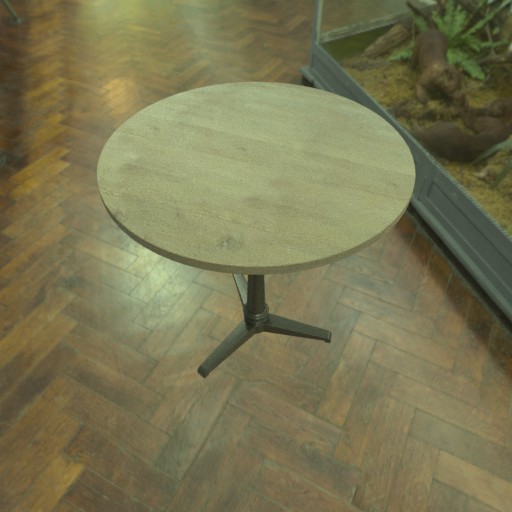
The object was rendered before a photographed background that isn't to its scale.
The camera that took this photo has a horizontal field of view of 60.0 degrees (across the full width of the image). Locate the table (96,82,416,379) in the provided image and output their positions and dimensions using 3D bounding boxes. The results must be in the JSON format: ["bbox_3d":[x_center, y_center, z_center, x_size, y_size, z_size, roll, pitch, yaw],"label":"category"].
[{"bbox_3d":[0.000,0.000,1.426,0.800,0.780,0.800,0,46,0],"label":"table"}]
